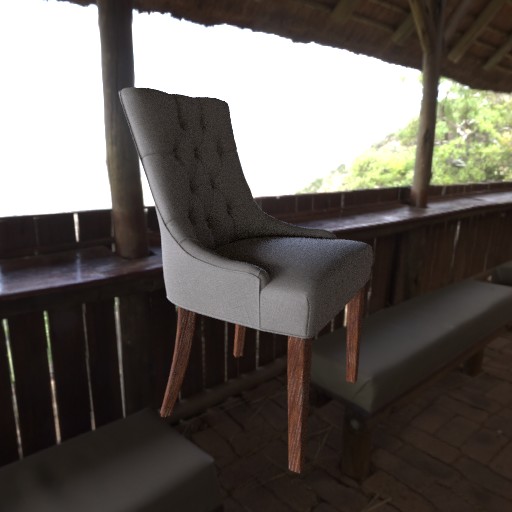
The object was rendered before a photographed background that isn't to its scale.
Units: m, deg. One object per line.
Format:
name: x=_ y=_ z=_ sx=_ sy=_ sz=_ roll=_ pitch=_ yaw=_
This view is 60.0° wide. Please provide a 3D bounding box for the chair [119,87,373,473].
chair: x=0.000 y=0.000 z=1.227 sx=0.565 sy=0.874 sz=0.509 roll=8 pitch=16 yaw=27
